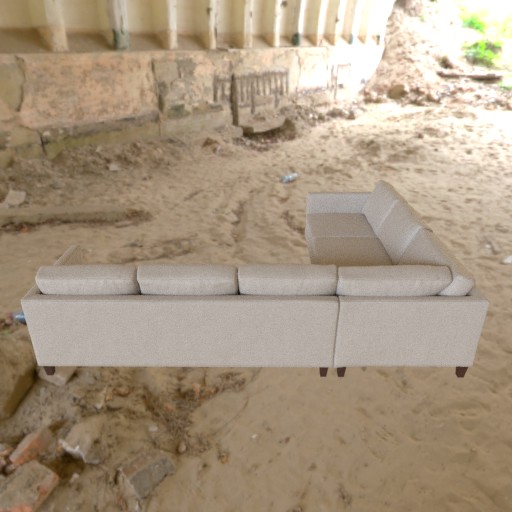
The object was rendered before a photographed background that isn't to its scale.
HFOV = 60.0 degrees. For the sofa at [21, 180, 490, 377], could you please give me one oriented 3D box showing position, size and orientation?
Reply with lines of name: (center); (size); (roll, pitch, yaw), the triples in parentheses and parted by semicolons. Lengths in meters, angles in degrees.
sofa: (0.000, 0.000, 4.162); (3.182, 0.863, 2.432); (0, 26, 0)
